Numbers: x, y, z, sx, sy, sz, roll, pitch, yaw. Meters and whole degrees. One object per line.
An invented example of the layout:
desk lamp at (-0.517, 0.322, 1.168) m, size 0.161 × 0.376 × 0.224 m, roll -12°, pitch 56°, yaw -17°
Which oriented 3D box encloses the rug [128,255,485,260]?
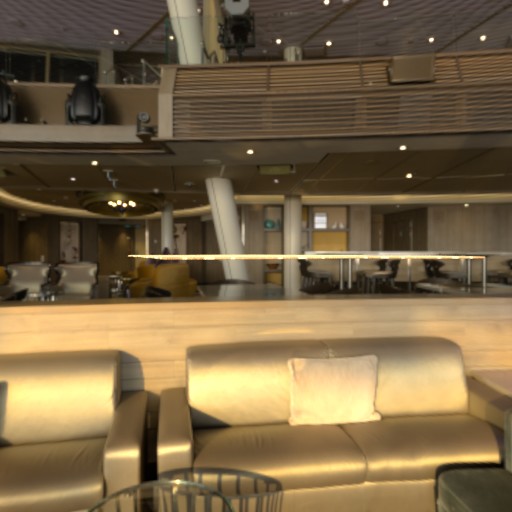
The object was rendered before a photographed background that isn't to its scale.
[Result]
rug at (0.000, 0.000, 2.229) m, size 1.152 × 0.013 × 1.761 m, roll 0°, pitch 0°, yaw -19°
